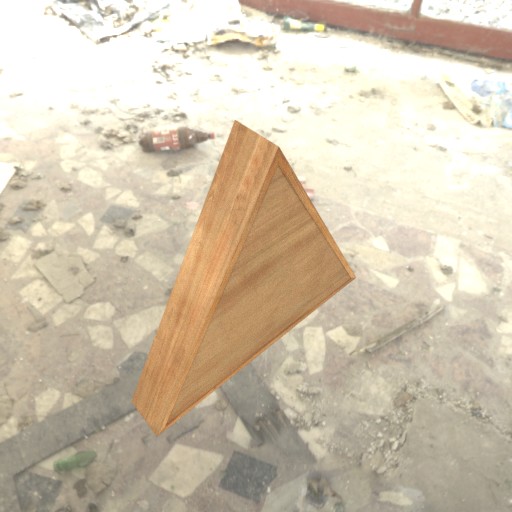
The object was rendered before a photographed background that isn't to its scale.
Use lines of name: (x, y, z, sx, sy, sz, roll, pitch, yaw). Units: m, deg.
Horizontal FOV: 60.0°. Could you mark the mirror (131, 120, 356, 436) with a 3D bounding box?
mirror: (0.000, 0.000, 0.867, 0.631, 0.548, 0.100, -33, 56, -27)
